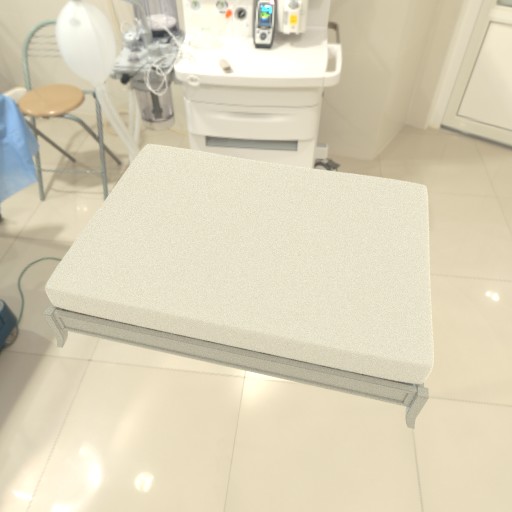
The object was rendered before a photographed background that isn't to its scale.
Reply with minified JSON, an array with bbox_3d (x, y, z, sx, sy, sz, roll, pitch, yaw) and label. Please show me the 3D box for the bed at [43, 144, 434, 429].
[{"bbox_3d":[0.000,0.000,2.670,1.985,0.510,1.460,10,48,9],"label":"bed"}]
